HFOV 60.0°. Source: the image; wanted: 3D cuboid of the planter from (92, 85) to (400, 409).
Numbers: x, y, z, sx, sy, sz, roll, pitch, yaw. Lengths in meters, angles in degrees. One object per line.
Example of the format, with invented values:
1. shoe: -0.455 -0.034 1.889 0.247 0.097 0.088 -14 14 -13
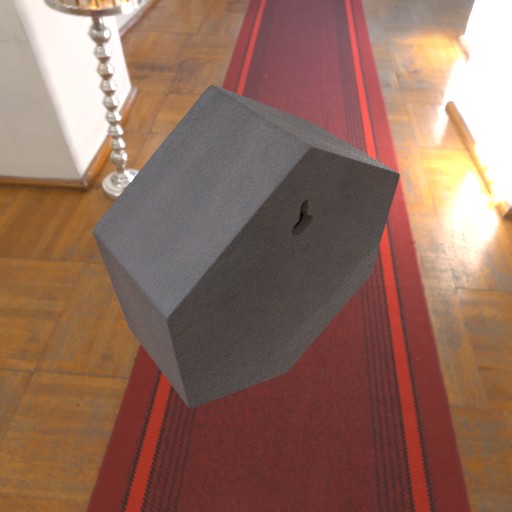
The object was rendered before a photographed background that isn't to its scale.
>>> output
1. planter: 0.000 0.000 0.292 0.169 0.206 0.077 -31 55 -26
